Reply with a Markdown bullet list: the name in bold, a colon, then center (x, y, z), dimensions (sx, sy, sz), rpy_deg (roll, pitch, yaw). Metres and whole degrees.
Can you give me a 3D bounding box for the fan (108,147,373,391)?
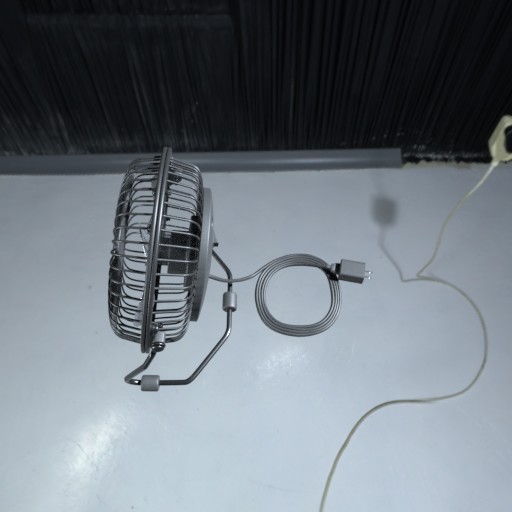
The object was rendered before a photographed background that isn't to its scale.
- **fan**: center (0.000, 0.000, 0.308), dimensions (0.202, 0.152, 0.153), rpy_deg (-1, 57, 0)
